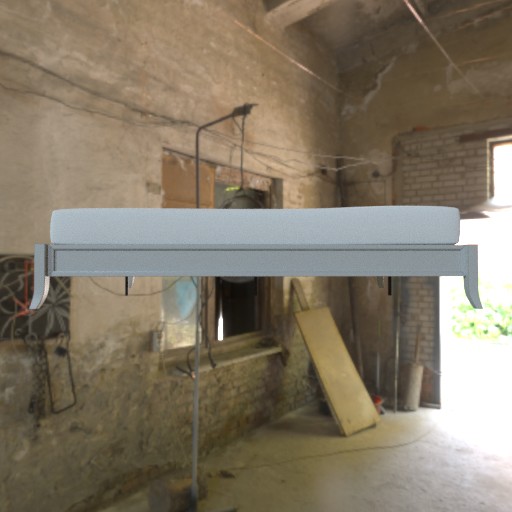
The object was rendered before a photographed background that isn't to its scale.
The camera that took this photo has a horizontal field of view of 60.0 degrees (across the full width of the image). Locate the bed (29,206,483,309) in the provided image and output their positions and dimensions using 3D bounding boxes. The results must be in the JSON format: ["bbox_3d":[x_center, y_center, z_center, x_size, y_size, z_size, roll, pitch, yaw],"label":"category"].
[{"bbox_3d":[0.000,0.000,2.859,2.108,0.510,1.604,0,-1,0],"label":"bed"}]
